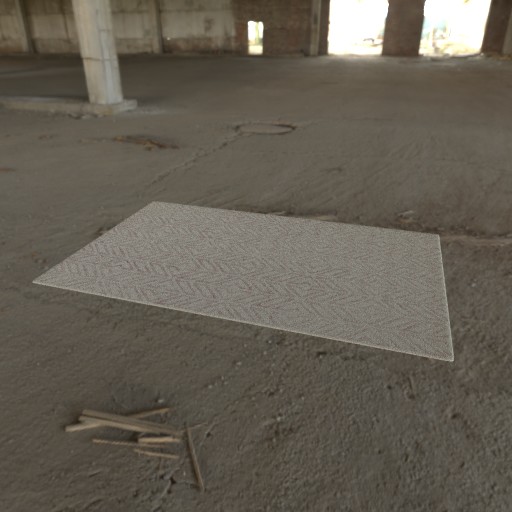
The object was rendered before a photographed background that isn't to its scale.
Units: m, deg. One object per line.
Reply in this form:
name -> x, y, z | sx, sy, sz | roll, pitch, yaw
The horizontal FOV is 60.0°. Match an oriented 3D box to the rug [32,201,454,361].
rug -> 0.000, 0.000, 3.057 | 2.438, 0.008, 1.523 | 8, 28, 16
